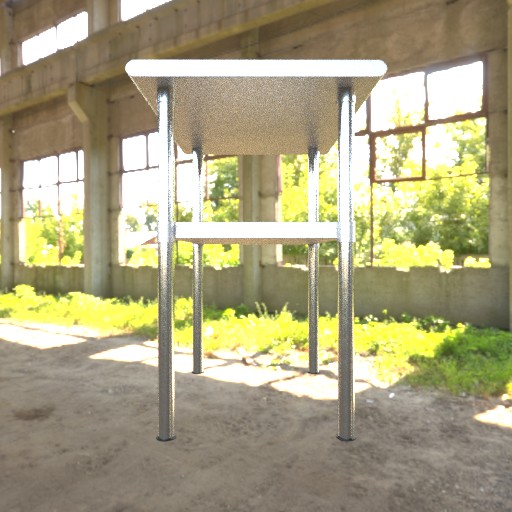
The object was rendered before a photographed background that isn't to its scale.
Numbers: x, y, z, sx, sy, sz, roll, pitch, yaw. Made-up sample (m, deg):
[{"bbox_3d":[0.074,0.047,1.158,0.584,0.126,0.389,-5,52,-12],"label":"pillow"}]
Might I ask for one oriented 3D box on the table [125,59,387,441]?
[{"bbox_3d":[0.000,0.000,1.368,0.584,0.876,0.762,0,0,0],"label":"table"}]
